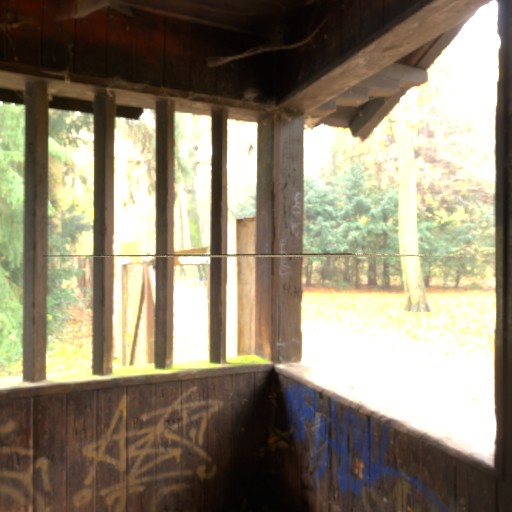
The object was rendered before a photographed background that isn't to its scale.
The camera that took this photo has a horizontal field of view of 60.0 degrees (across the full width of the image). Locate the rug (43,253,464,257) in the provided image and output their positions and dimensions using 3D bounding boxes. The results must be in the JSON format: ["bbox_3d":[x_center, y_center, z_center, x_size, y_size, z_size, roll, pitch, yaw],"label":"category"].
[{"bbox_3d":[0.000,0.000,4.097,3.045,0.007,2.436,0,0,37],"label":"rug"}]
